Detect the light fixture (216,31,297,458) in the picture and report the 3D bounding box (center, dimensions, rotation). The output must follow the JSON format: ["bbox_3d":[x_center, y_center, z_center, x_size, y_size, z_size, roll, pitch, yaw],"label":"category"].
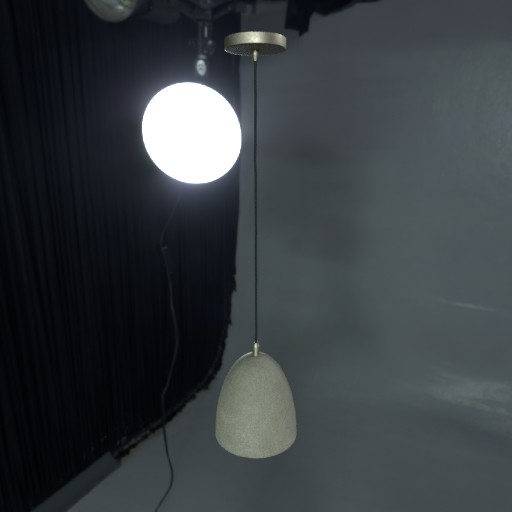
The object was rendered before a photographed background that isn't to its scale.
[{"bbox_3d":[0.000,0.000,0.845,0.170,0.759,0.170,6,15,25],"label":"light fixture"}]
